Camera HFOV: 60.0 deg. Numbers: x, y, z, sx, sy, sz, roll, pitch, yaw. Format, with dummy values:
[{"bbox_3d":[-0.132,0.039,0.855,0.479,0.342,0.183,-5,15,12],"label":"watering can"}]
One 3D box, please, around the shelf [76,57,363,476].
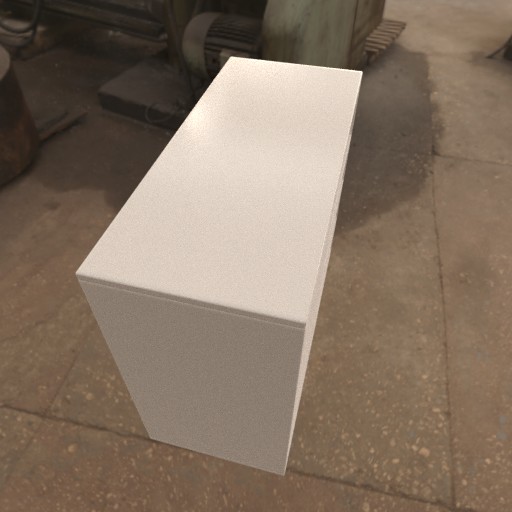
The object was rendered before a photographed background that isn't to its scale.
[{"bbox_3d":[0.000,0.000,1.275,0.396,0.732,0.895,11,48,10],"label":"shelf"}]
